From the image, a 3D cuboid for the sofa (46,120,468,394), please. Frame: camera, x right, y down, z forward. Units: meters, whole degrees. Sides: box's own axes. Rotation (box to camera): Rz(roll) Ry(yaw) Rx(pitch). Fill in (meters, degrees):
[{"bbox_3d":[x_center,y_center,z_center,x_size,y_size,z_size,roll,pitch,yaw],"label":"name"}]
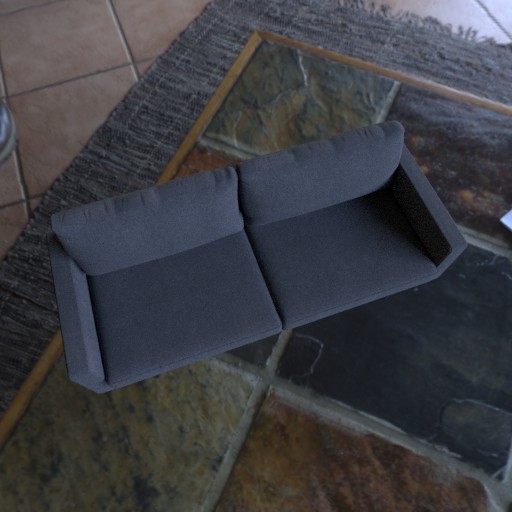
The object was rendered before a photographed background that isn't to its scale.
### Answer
[{"bbox_3d":[0.000,0.000,2.512,2.100,0.880,0.880,-17,65,-8],"label":"sofa"}]
